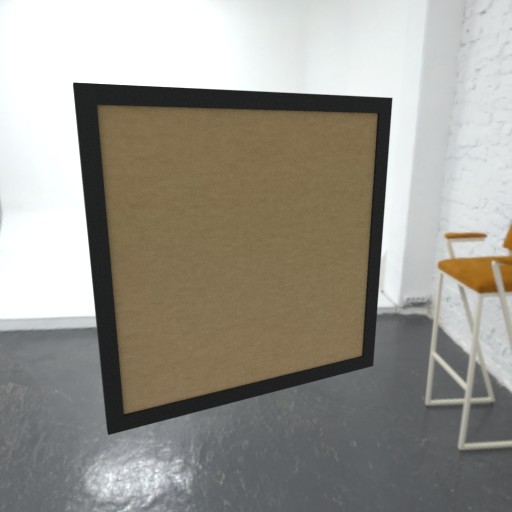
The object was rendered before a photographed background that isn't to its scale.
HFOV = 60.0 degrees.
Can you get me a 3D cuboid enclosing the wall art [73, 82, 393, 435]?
[{"bbox_3d":[0.000,0.000,0.511,0.358,0.357,0.012,-7,16,-24],"label":"wall art"}]
